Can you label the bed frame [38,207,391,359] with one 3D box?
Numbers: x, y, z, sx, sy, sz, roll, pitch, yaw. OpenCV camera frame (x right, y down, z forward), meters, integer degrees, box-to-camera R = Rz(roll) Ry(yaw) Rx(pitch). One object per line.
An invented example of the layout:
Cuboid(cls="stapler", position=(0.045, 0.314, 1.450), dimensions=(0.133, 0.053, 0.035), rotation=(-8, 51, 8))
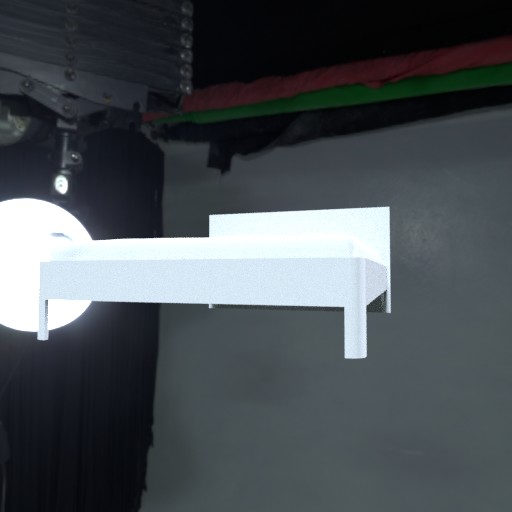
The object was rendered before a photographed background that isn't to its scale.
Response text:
Cuboid(cls="bed frame", position=(0.000, 0.000, 2.678), dimensions=(1.490, 0.800, 1.950), rotation=(-1, -2, 19))
